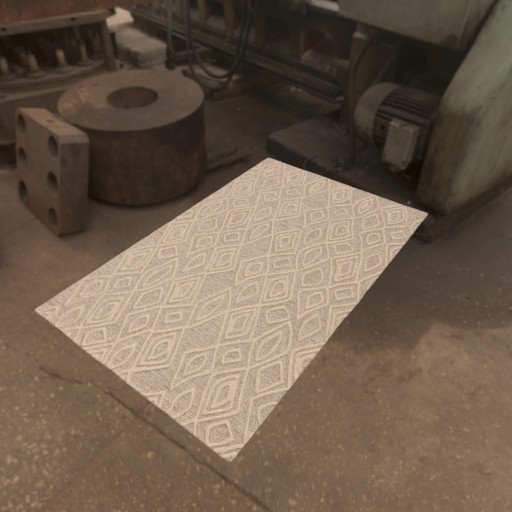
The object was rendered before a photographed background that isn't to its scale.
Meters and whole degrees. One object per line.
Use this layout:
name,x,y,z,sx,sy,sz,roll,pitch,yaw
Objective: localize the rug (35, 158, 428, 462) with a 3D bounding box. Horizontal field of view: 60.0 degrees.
rug,0.000,0.000,3.072,1.546,0.010,2.442,26,46,27
